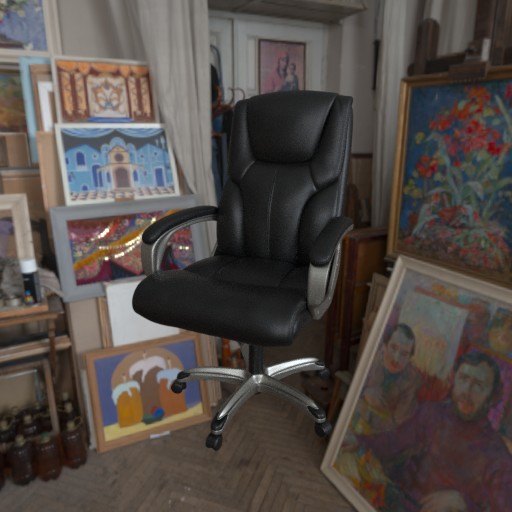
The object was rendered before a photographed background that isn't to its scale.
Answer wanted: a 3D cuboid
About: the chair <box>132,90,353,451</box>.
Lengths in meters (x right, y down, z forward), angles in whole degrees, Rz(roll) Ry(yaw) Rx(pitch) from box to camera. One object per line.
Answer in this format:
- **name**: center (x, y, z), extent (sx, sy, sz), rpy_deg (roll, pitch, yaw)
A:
- **chair**: center (0.000, 0.000, 1.574), extent (0.663, 1.155, 0.739), rpy_deg (7, 17, 25)
